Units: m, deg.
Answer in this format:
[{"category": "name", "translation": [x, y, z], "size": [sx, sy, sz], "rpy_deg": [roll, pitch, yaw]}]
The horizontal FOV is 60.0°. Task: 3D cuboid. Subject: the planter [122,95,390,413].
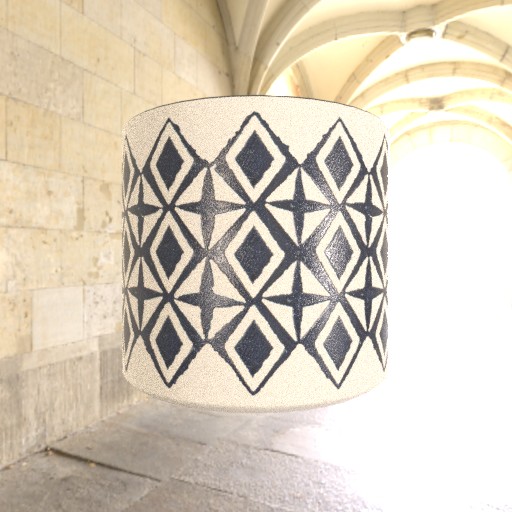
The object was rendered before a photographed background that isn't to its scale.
[{"category": "planter", "translation": [0.000, 0.000, 0.274], "size": [0.159, 0.144, 0.159], "rpy_deg": [0, 0, 0]}]
